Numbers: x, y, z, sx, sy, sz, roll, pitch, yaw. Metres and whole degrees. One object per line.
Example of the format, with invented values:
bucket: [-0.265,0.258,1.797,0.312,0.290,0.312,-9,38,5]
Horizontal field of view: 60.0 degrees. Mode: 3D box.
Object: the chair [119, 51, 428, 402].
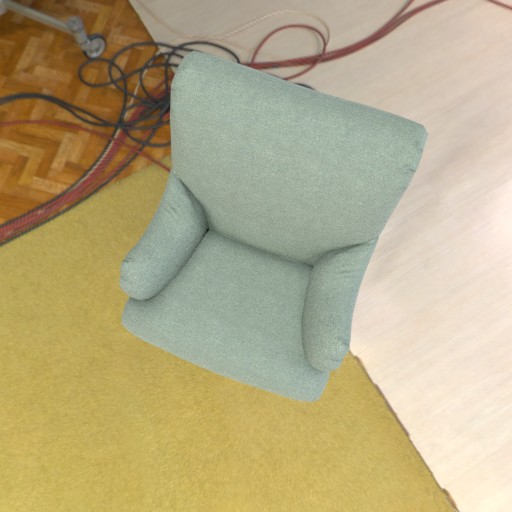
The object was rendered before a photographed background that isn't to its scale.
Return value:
chair: [0.000,0.000,1.959,0.964,1.178,1.060,20,75,5]
